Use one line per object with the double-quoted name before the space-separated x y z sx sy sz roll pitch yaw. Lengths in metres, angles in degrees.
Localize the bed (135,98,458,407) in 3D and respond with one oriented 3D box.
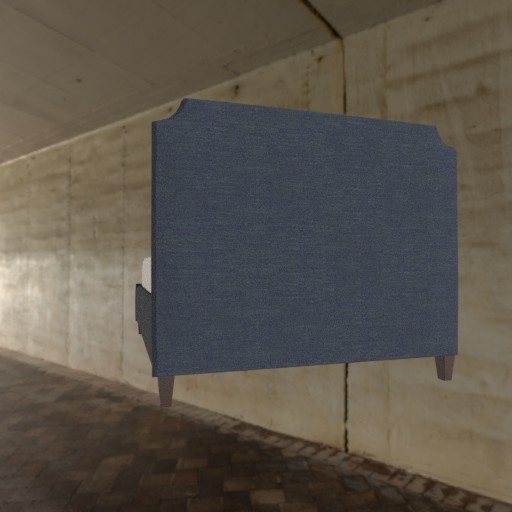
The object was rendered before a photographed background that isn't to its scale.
"bed" 0.000 0.000 3.366 1.713 1.443 2.372 0 -1 -17
